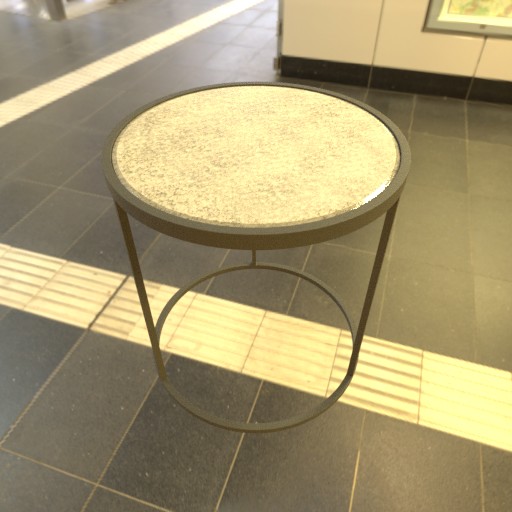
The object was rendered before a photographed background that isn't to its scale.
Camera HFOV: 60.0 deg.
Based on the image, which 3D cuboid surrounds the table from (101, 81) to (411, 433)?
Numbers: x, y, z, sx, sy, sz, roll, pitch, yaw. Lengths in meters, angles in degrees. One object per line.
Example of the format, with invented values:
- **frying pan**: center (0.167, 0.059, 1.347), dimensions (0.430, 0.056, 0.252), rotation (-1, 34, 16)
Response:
- **table**: center (0.000, 0.000, 0.861), dimensions (0.470, 0.498, 0.470), rotation (0, 42, 0)
